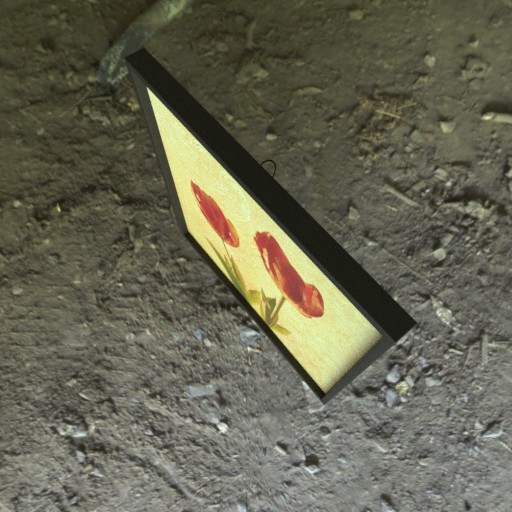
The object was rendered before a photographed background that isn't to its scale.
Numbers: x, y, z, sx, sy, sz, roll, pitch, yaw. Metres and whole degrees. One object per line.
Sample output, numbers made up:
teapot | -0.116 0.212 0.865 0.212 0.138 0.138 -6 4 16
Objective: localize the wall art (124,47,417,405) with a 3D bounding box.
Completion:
wall art | 0.000 0.000 0.522 0.038 0.349 0.349 -36 70 -16
